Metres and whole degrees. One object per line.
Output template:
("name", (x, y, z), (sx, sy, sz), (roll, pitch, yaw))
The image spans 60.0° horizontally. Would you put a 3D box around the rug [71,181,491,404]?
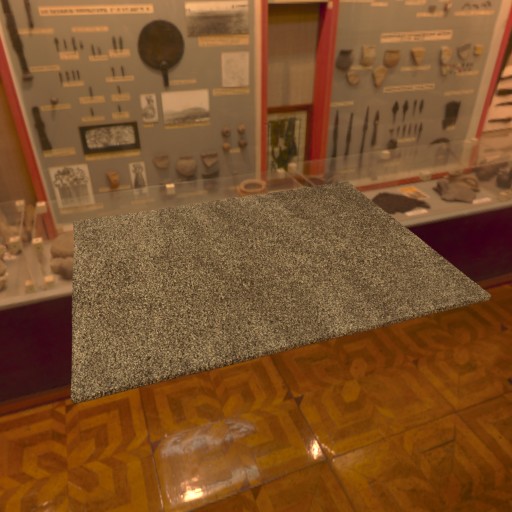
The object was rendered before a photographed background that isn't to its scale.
("rug", (0.000, 0.000, 2.047), (1.601, 0.025, 1.198), (-10, 35, -16))
